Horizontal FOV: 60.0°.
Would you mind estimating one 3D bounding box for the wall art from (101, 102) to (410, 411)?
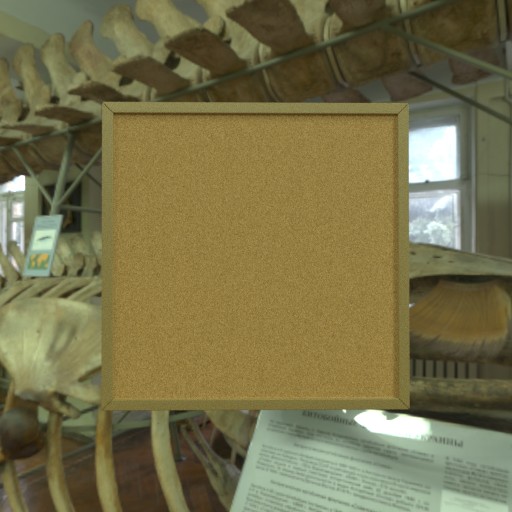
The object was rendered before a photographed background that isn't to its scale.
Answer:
[{"bbox_3d":[0.000,0.000,0.751,0.509,0.509,0.036,0,0,-1],"label":"wall art"}]
